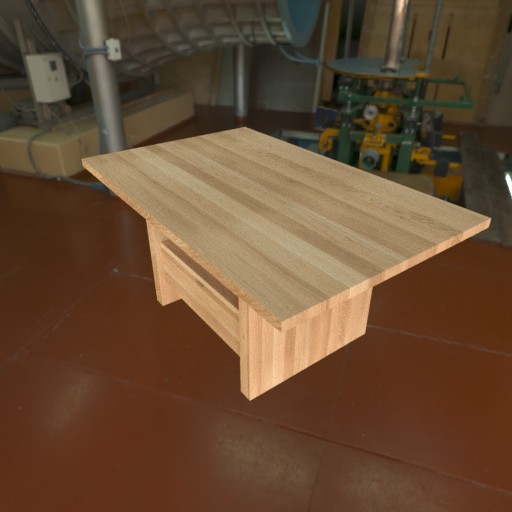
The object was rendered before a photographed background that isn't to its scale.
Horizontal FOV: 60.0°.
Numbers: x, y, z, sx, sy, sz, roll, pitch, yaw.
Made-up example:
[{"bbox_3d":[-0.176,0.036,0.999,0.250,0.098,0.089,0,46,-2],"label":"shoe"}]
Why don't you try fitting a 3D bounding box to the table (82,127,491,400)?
[{"bbox_3d":[0.000,0.000,1.476,0.700,0.510,1.100,-21,37,-31],"label":"table"}]
